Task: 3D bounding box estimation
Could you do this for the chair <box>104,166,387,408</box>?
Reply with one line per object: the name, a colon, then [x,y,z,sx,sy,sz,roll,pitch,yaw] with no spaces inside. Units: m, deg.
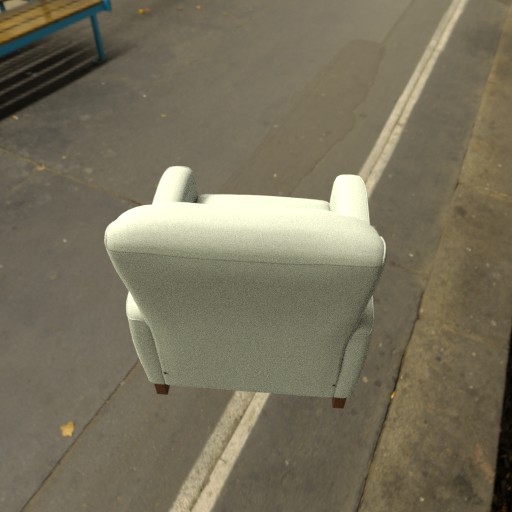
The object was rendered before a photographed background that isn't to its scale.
chair: [0.000,0.000,1.659,0.853,1.007,0.846,4,47,3]
